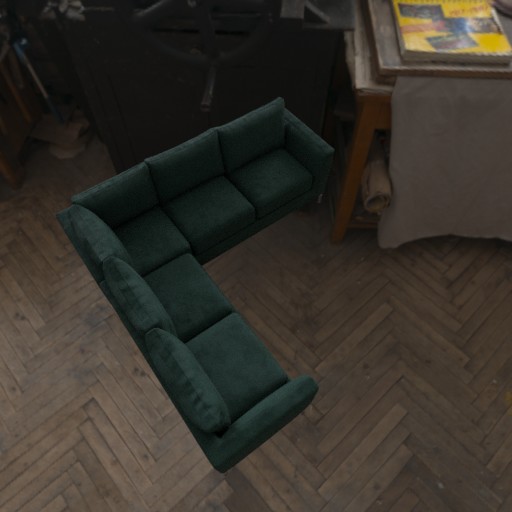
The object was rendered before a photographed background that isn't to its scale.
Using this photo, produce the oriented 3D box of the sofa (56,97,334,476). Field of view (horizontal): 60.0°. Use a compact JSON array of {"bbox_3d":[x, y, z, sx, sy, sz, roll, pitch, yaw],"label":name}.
[{"bbox_3d":[0.000,0.000,3.827,2.452,1.004,2.468,-32,62,-19],"label":"sofa"}]
